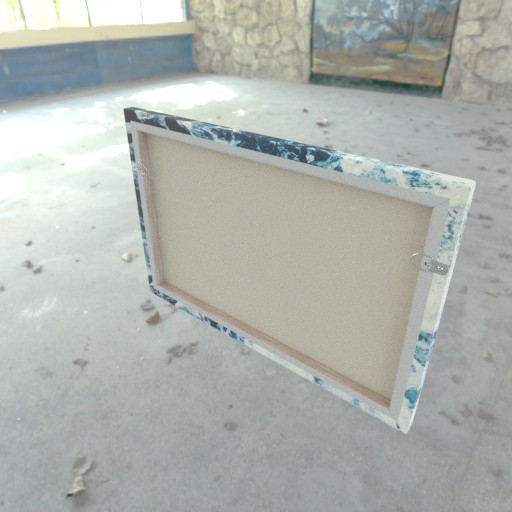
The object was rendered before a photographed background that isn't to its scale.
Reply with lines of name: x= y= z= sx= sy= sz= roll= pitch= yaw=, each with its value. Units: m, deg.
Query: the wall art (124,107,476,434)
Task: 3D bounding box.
wall art: x=0.000 y=0.000 z=1.875 sx=1.524 sy=1.017 sz=0.055 roll=22 pitch=37 yaw=33
